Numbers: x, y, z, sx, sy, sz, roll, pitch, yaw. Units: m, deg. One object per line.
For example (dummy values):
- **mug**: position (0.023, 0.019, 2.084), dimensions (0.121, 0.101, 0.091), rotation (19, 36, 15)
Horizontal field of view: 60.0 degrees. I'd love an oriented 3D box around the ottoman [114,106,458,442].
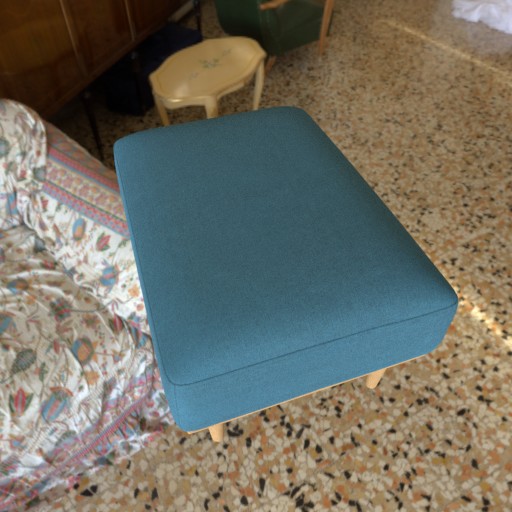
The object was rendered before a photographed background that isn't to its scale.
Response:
- **ottoman**: position (0.000, 0.000, 1.073), dimensions (0.549, 0.428, 0.749), rotation (-14, 48, -13)
